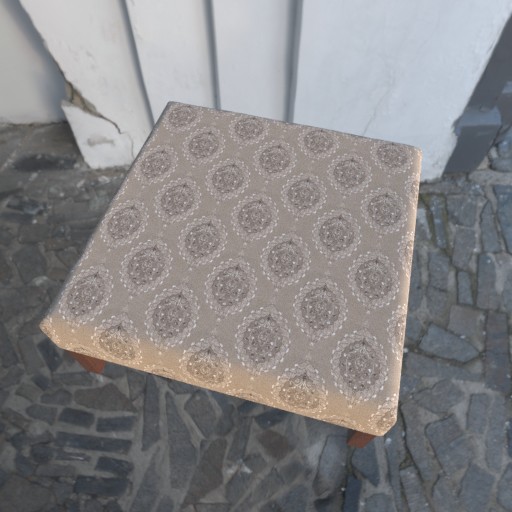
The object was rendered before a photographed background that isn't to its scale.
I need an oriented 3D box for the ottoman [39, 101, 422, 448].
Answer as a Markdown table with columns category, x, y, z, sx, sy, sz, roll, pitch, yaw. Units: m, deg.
| category | x | y | z | sx | sy | sz | roll | pitch | yaw |
| --- | --- | --- | --- | --- | --- | --- | --- | --- | --- |
| ottoman | 0.000 | 0.000 | 1.395 | 0.889 | 0.411 | 0.890 | 13 | 58 | 8 |
